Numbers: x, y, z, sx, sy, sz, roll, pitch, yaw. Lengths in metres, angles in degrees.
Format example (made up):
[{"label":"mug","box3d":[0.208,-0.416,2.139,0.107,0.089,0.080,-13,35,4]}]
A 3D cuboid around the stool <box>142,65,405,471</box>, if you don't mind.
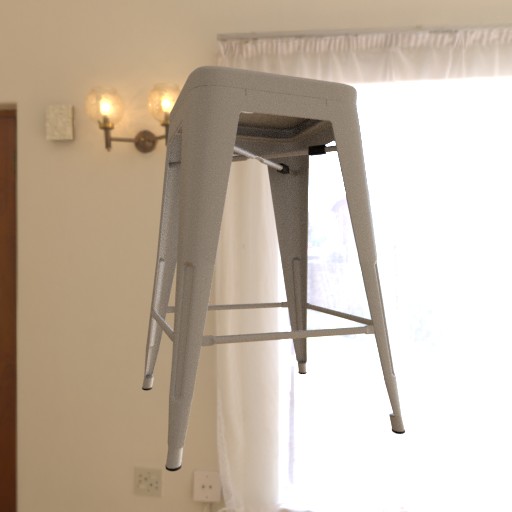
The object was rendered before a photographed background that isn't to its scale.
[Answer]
[{"label":"stool","box3d":[0.000,0.000,0.882,0.410,0.608,0.410,0,1,-19]}]
